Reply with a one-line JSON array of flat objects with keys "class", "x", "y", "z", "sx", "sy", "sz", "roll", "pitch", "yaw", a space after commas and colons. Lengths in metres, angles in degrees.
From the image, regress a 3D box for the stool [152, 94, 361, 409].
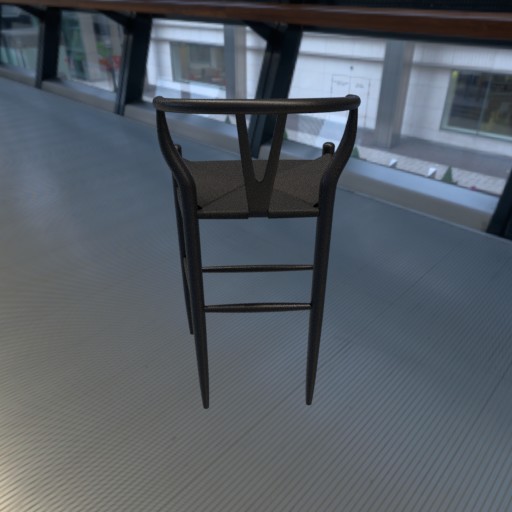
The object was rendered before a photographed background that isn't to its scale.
[{"class": "stool", "x": 0.000, "y": 0.000, "z": 1.424, "sx": 0.569, "sy": 1.072, "sz": 0.579, "roll": -1, "pitch": 30, "yaw": -2}]
